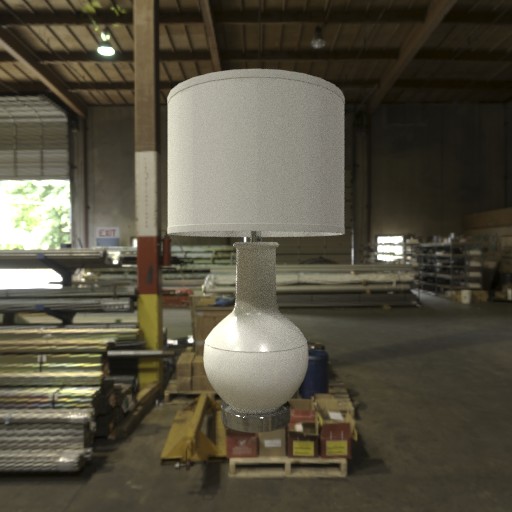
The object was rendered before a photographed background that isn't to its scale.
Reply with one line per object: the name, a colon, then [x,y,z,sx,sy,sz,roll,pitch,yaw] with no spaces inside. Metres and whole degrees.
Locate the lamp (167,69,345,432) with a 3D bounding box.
lamp: [0.000,0.000,0.911,0.357,0.673,0.357,0,1,-1]
